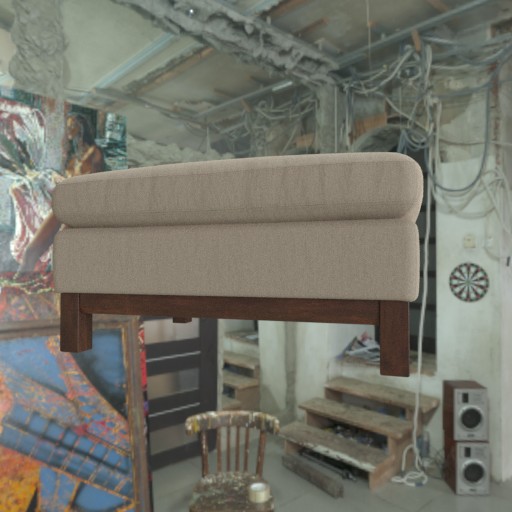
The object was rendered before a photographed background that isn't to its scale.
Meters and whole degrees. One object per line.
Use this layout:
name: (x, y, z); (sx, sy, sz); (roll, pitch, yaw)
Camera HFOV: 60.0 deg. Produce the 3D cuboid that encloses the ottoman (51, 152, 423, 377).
ottoman: (0.000, 0.000, 1.110); (0.771, 0.420, 0.606); (0, -1, 18)
